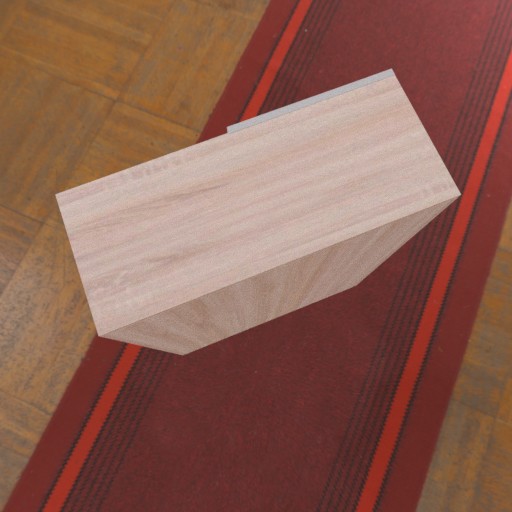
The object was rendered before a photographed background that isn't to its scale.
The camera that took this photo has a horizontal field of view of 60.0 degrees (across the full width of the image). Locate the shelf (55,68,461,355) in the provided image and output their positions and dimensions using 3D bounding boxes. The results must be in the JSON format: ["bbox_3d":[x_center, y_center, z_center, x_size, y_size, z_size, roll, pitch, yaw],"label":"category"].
[{"bbox_3d":[0.000,0.000,1.851,0.995,1.405,0.434,-21,76,-5],"label":"shelf"}]
